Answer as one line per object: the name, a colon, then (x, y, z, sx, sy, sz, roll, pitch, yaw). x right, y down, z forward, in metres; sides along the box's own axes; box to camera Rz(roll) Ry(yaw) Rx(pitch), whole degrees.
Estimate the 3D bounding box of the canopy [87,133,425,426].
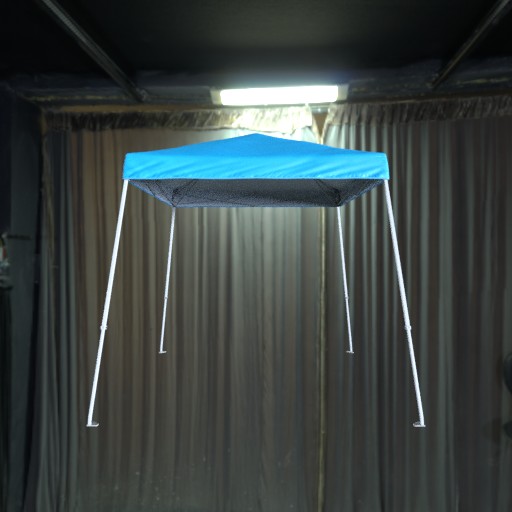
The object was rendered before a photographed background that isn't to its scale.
canopy: (0.000, 0.000, 5.143, 2.849, 2.849, 2.848, 0, 0, 0)
